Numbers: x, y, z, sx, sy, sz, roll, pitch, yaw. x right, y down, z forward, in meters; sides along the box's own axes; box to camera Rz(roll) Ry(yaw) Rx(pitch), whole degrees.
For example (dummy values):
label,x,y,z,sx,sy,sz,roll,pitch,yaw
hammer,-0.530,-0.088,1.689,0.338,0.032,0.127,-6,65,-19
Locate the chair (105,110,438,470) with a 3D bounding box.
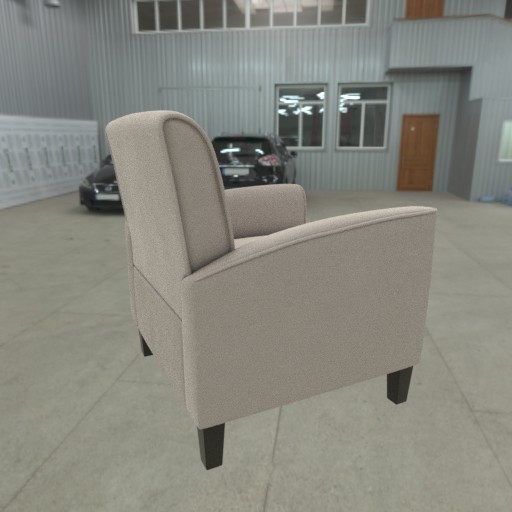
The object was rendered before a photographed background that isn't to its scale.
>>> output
label,x,y,z,sx,sy,sz,roll,pitch,yaw
chair,0.000,0.000,1.519,0.820,0.915,0.820,-7,17,-26
